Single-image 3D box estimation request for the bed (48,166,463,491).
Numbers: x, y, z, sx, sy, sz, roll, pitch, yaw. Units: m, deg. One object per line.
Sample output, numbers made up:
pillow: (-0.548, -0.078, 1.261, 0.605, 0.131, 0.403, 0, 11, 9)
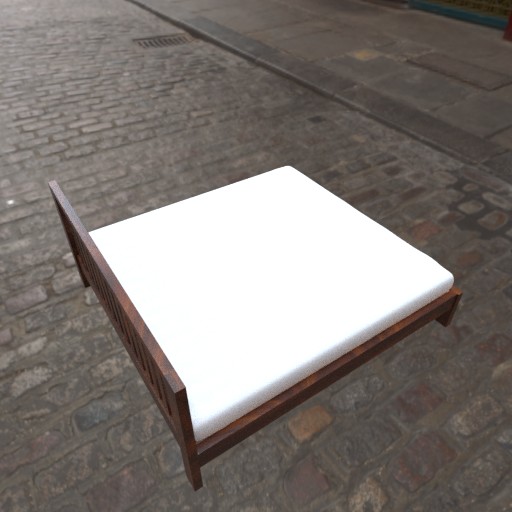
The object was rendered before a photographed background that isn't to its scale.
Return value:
bed: (0.000, 0.000, 3.032, 2.030, 0.890, 1.905, -23, 45, -25)
